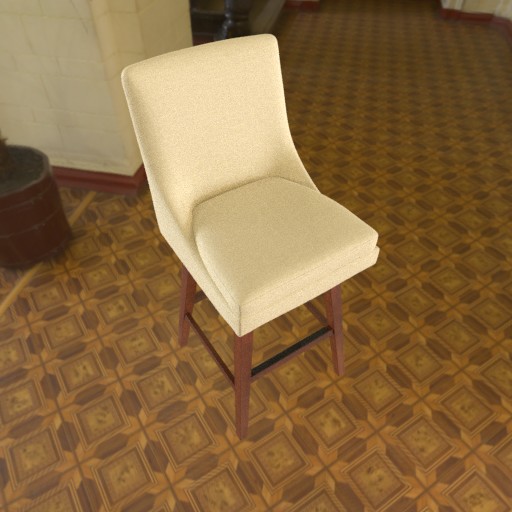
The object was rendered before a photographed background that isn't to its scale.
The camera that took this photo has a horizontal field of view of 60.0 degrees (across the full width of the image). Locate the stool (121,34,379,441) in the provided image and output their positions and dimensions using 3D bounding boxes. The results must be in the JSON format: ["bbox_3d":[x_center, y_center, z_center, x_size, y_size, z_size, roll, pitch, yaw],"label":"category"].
[{"bbox_3d":[0.000,0.000,1.371,0.470,1.097,0.559,-25,50,-23],"label":"stool"}]
